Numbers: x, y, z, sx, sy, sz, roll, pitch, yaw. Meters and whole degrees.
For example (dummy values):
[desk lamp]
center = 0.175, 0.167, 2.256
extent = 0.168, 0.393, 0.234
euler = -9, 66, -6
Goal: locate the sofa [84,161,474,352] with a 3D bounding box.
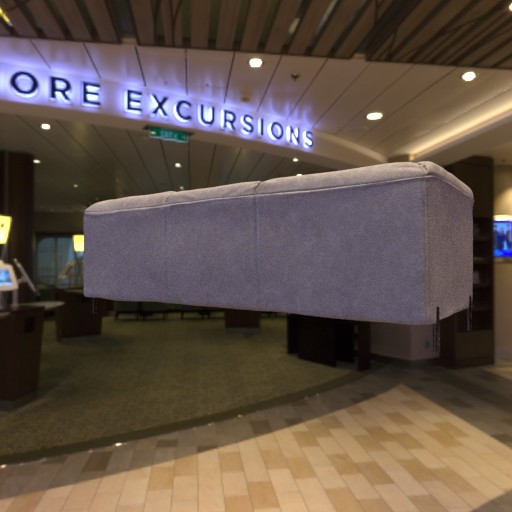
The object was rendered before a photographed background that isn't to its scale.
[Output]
[sofa]
center = 0.000, 0.000, 2.626
extent = 2.238, 0.758, 0.899
euler = 0, -1, 36
